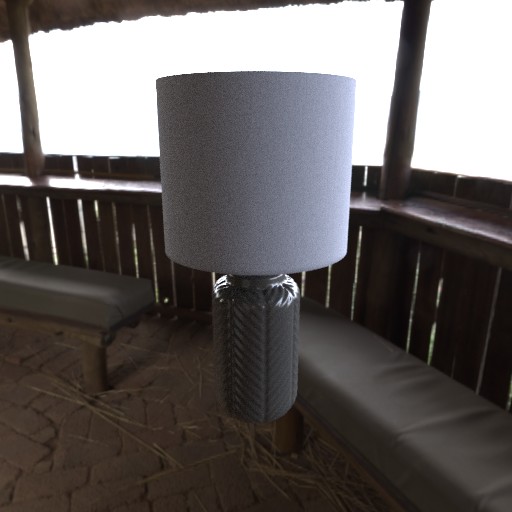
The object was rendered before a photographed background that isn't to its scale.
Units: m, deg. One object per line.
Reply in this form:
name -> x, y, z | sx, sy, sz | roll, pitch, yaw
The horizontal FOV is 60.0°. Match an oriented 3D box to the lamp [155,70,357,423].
lamp -> 0.000, 0.000, 0.509 | 0.203, 0.389, 0.203 | 16, 23, 42
